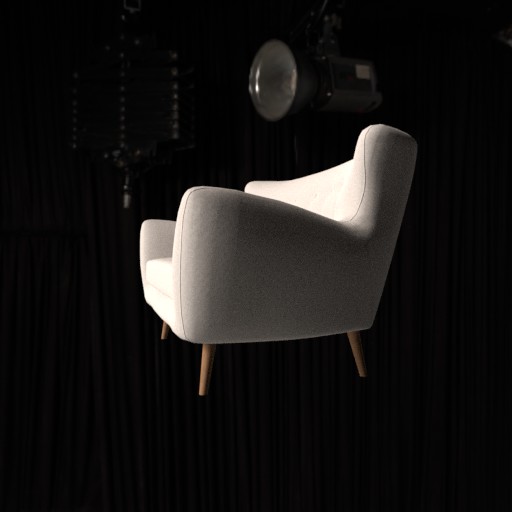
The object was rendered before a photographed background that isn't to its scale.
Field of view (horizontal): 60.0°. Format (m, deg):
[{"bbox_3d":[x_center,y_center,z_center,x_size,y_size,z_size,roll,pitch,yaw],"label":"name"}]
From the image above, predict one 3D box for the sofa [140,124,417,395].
[{"bbox_3d":[0.000,0.000,1.995,0.921,0.878,1.424,0,1,-19],"label":"sofa"}]
